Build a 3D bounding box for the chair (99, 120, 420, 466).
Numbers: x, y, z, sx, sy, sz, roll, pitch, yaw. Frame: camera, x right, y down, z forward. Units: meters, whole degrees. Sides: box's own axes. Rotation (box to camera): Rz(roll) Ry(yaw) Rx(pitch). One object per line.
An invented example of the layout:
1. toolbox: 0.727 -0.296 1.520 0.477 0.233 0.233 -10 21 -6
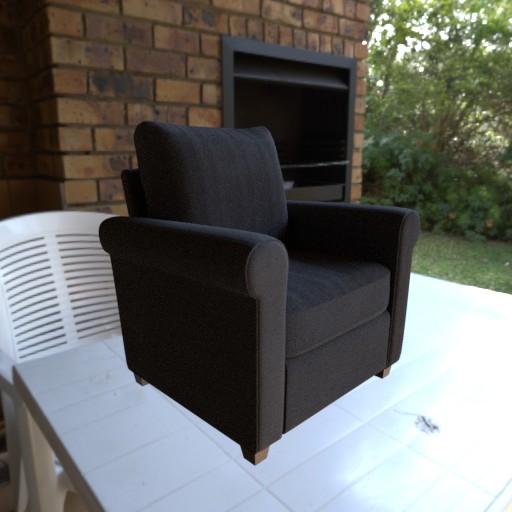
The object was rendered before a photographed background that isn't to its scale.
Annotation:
1. chair: 0.000 0.000 1.608 0.867 0.942 0.828 -13 19 -43
